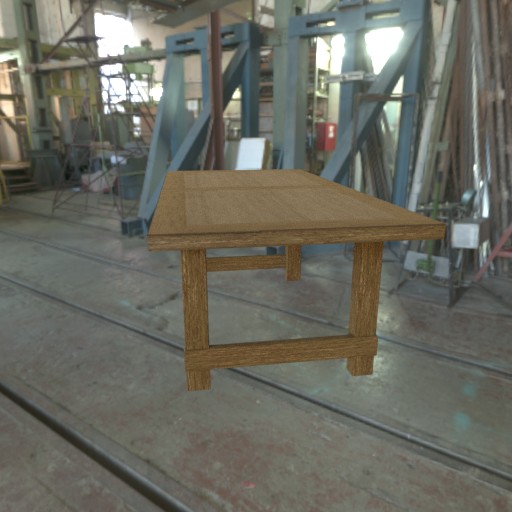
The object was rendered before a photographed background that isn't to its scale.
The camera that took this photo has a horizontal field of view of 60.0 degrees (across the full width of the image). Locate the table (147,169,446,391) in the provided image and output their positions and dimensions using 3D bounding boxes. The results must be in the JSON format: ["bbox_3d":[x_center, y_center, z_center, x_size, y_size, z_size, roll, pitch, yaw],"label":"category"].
[{"bbox_3d":[0.000,0.000,2.482,1.000,0.762,1.982,-3,17,-9],"label":"table"}]
